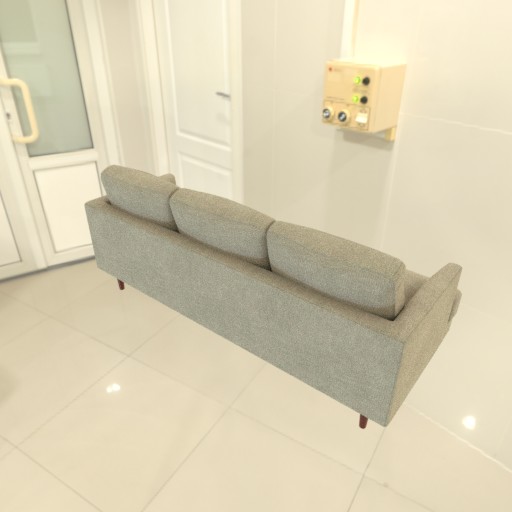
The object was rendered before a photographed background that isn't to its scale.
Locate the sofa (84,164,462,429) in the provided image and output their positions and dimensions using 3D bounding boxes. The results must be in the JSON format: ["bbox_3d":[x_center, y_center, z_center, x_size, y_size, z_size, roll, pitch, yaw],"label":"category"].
[{"bbox_3d":[0.000,0.000,2.746,2.246,0.930,0.903,22,37,33],"label":"sofa"}]
